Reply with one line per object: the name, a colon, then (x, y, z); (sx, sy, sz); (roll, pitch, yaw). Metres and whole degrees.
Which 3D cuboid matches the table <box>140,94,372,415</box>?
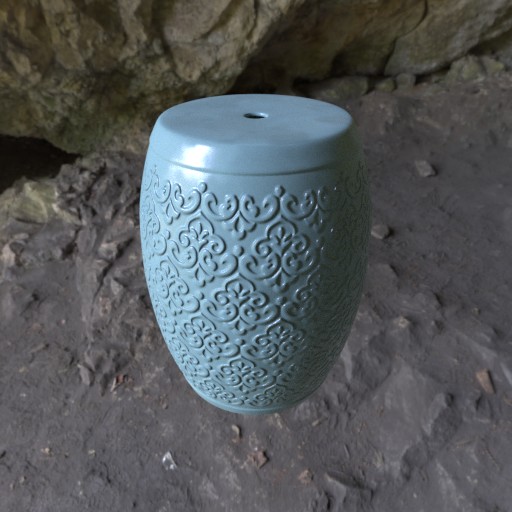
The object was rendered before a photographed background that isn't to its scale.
table: (0.000, 0.000, 0.630); (0.309, 0.397, 0.309); (0, 32, 0)
